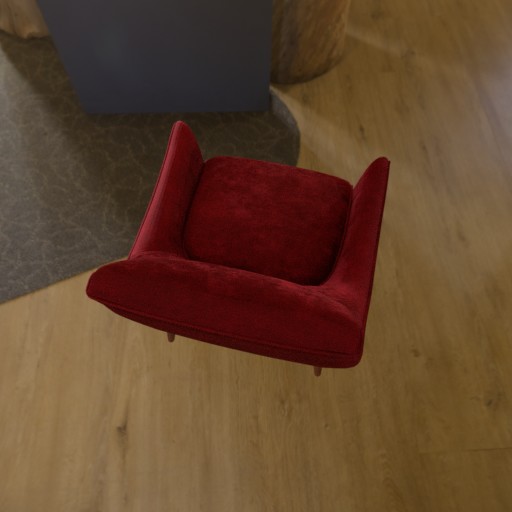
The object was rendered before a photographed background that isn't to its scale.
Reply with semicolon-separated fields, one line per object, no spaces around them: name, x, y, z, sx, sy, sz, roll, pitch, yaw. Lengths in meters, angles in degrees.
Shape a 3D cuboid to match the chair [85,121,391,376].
chair;0.000;0.000;1.471;0.762;0.838;0.787;12;63;6
